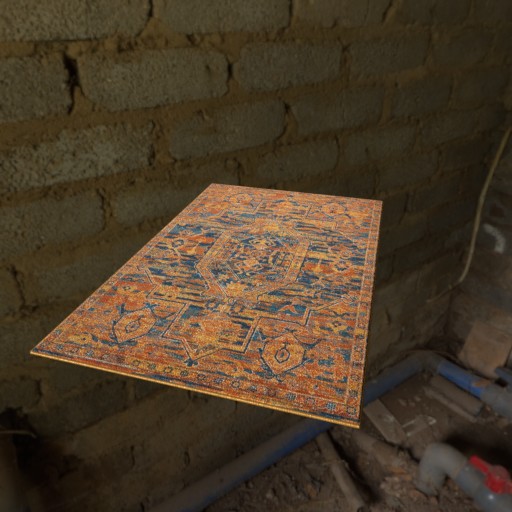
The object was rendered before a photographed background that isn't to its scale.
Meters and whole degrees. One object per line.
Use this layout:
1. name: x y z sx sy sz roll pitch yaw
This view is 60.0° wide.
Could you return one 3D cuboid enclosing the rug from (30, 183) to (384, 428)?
1. rug: 0.000 0.000 1.051 0.557 0.008 0.863 8 30 14
